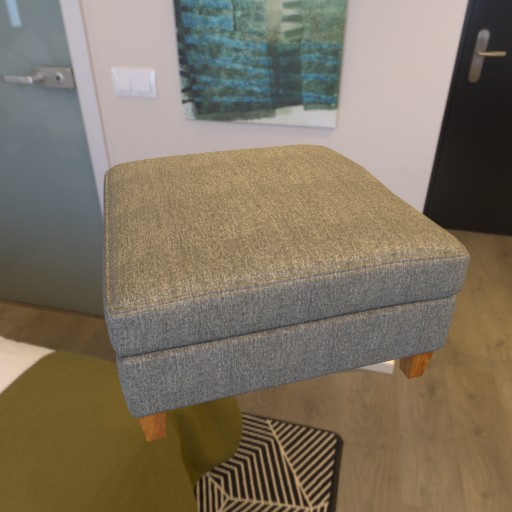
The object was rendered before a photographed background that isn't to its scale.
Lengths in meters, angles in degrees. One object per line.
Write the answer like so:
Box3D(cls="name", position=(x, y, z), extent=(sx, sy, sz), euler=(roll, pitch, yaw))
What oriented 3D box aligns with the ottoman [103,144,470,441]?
Box3D(cls="ottoman", position=(0.000, 0.000, 1.350), extent=(0.838, 0.481, 0.838), euler=(-9, 32, -14))
